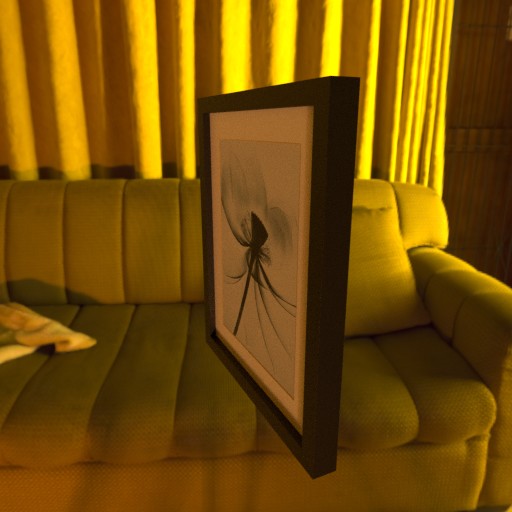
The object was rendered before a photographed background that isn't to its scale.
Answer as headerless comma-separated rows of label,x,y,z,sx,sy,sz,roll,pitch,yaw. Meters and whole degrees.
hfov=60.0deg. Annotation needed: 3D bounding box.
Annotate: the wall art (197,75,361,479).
wall art,0.000,0.000,0.544,0.029,0.381,0.330,-8,18,-24
